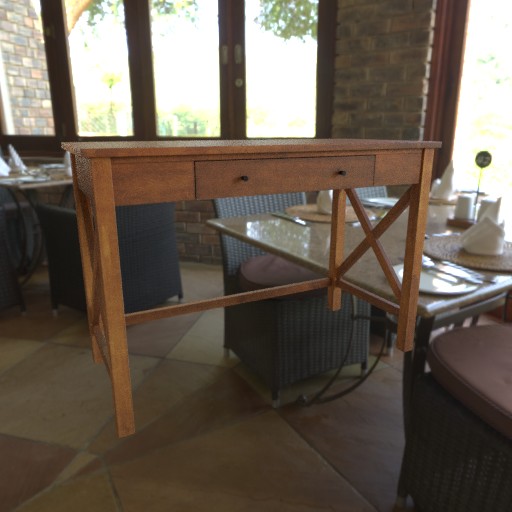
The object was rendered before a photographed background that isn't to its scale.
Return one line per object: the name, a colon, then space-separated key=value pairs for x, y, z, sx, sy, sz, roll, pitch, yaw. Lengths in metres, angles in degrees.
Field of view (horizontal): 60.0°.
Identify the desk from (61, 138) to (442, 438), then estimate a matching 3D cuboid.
desk: x=0.000 y=0.000 z=1.530 sx=1.117 sy=0.762 sz=0.508 roll=-8 pitch=18 yaw=-26
